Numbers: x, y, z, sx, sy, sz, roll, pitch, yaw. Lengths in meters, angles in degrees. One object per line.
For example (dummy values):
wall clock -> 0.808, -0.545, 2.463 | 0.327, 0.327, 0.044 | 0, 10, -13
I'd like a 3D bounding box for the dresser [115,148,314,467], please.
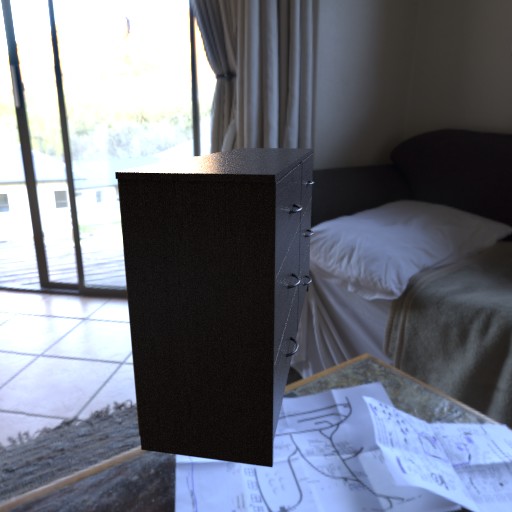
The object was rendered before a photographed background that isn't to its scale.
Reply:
dresser -> 0.000, 0.000, 1.708 | 0.401, 0.755, 1.360 | 3, 16, 10
